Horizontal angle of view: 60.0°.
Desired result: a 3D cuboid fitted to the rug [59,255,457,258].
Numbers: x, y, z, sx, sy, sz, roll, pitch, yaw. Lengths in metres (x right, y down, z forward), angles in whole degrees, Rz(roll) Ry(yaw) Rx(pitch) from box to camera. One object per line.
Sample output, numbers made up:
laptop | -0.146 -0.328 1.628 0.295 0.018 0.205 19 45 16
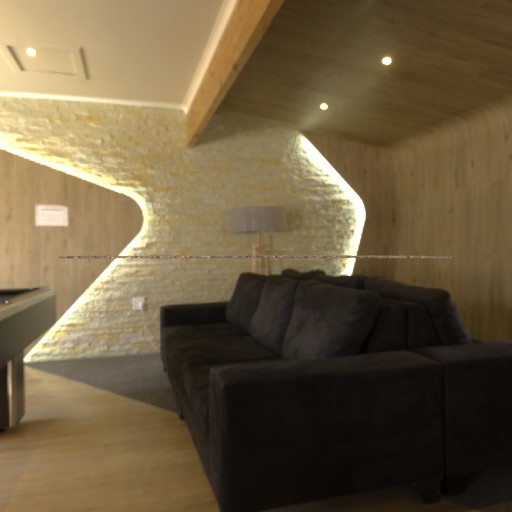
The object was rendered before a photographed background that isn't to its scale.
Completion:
rug | 0.000 0.000 5.303 2.997 0.020 4.093 0 0 -1
